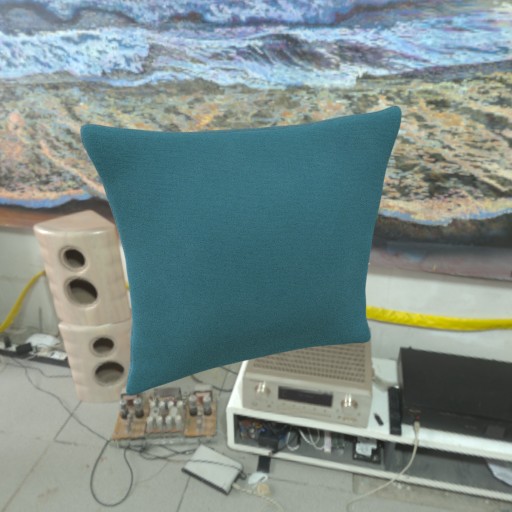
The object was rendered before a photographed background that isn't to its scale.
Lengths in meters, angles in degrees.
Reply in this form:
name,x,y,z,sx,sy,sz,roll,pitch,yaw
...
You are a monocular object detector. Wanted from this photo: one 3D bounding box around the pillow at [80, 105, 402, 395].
name,x,y,z,sx,sy,sz,roll,pitch,yaw
pillow,0.000,0.000,0.666,0.433,0.415,0.151,-9,29,-16
